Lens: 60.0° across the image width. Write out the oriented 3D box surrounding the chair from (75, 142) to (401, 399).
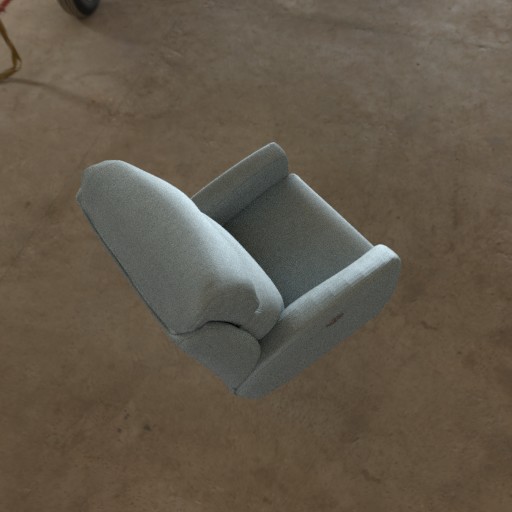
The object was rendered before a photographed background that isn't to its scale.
[{"bbox_3d":[0.000,0.000,1.686,0.940,1.016,0.794,-33,63,-19],"label":"chair"}]
